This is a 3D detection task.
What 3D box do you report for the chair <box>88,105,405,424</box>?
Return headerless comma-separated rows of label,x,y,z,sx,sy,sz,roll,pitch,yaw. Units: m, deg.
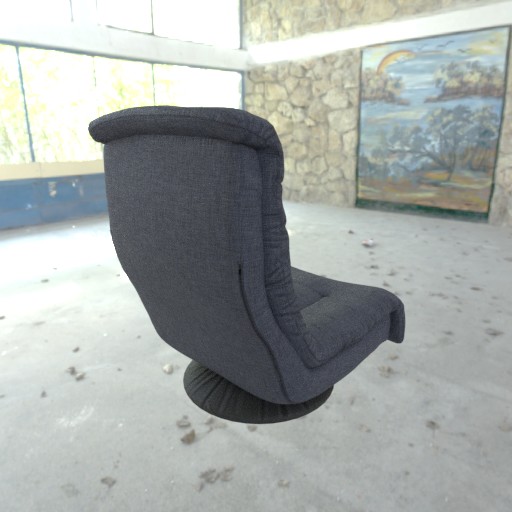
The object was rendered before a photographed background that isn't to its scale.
chair,0.000,0.000,1.196,0.668,0.749,0.597,-15,21,-43
